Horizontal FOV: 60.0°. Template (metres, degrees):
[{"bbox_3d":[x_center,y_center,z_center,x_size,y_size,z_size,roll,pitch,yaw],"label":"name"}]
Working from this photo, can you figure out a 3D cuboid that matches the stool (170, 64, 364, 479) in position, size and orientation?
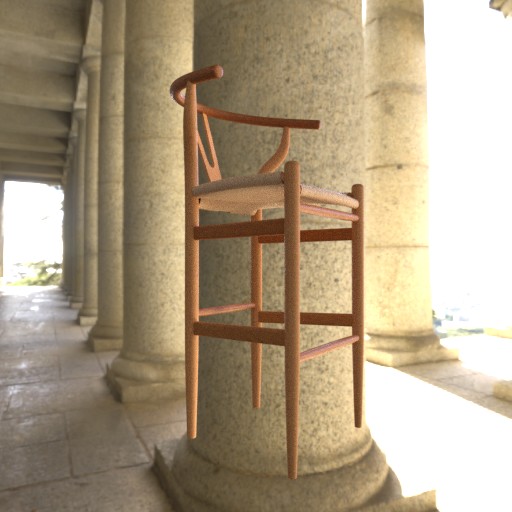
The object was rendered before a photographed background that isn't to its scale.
[{"bbox_3d":[0.000,0.000,1.375,0.561,1.068,0.574,0,-1,36],"label":"stool"}]
